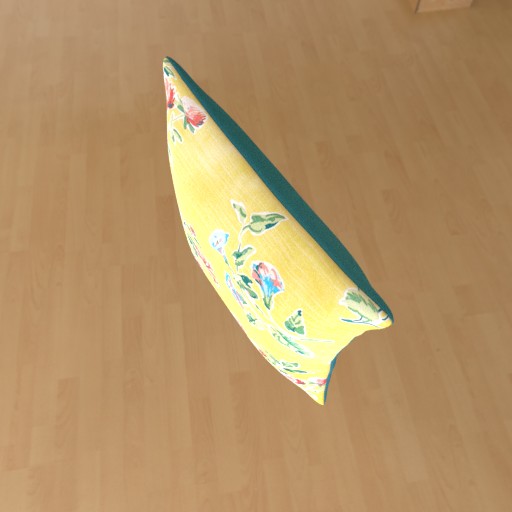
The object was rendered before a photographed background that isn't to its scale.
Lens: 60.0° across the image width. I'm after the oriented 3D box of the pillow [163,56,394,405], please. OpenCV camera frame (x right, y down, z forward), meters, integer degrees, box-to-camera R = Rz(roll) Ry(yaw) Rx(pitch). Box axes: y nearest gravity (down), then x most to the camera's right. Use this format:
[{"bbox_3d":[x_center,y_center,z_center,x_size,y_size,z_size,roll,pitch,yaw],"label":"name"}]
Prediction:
[{"bbox_3d":[0.000,0.000,0.810,0.166,0.508,0.525,-31,66,-15],"label":"pillow"}]
